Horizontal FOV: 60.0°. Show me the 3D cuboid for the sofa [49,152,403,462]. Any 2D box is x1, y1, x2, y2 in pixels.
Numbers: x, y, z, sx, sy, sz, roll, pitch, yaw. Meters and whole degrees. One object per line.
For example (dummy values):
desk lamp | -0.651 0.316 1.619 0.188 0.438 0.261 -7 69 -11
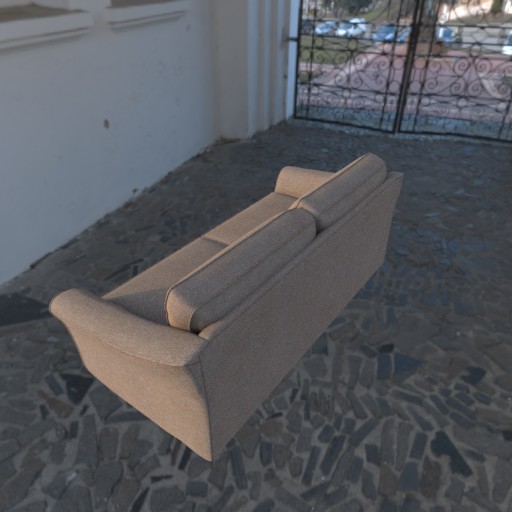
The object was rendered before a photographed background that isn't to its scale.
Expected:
sofa | 0.000 0.000 2.756 0.986 0.906 2.270 21 38 29
